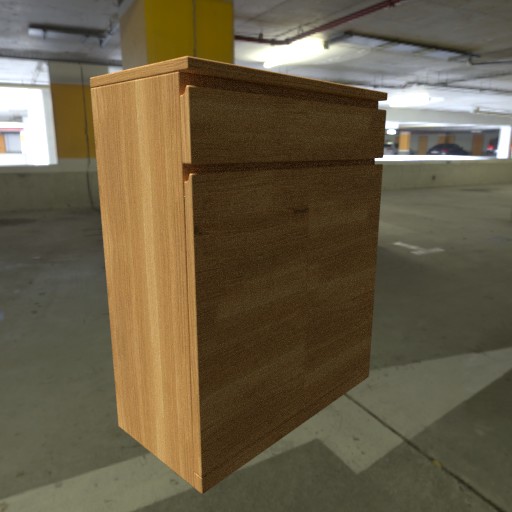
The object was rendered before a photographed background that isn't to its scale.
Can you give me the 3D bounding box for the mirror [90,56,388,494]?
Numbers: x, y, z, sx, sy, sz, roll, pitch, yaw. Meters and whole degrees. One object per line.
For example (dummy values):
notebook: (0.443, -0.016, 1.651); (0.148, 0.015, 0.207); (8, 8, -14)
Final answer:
mirror: (0.000, 0.000, 1.385); (0.400, 1.000, 0.800); (13, 19, 42)
